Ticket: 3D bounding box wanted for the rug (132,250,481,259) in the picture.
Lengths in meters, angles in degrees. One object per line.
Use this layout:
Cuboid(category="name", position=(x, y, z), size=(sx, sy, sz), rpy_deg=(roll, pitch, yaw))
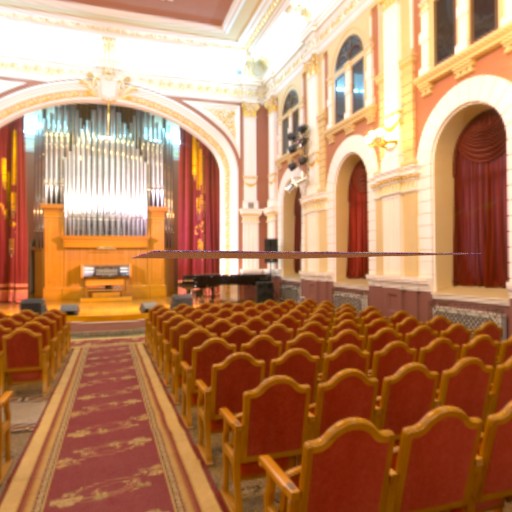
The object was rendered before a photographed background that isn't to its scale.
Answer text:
Cuboid(category="rug", position=(0.000, 0.000, 2.979), size=(1.539, 0.013, 2.350), rpy_deg=(0, -1, -18))
